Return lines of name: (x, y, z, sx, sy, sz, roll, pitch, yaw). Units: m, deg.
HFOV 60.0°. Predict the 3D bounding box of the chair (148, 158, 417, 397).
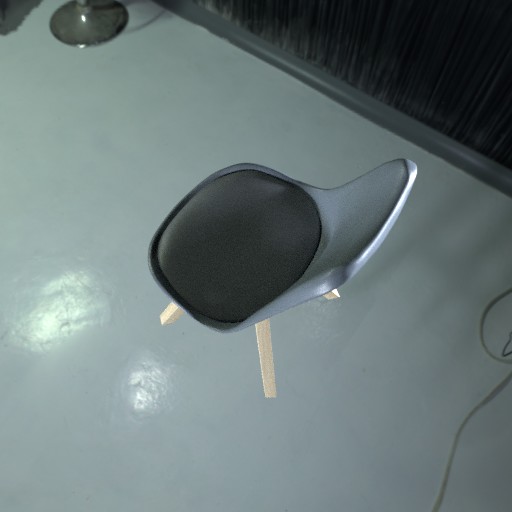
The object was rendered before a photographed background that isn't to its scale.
chair: (0.000, 0.000, 1.179, 0.550, 0.850, 0.485, 31, 67, 15)
